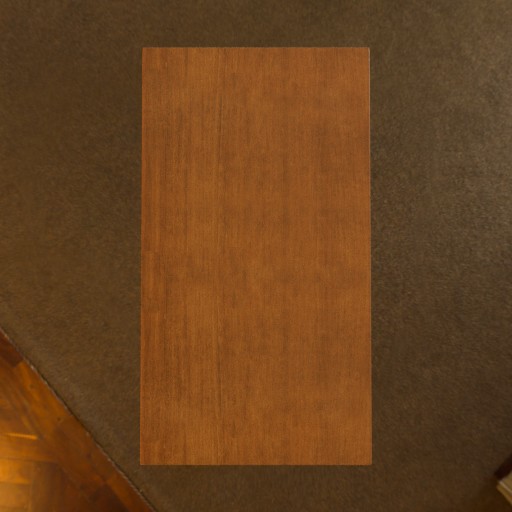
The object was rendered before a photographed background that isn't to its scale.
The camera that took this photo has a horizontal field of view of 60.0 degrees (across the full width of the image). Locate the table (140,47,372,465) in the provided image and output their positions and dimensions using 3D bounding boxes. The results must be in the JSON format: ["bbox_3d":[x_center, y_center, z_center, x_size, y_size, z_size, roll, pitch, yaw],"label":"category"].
[{"bbox_3d":[0.000,0.000,1.269,0.549,0.419,1.000,0,89,0],"label":"table"}]
